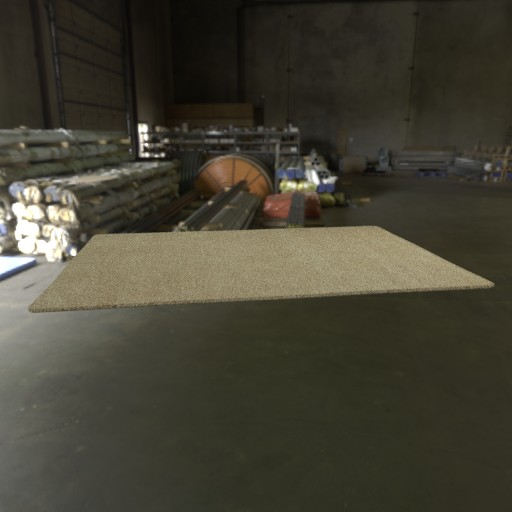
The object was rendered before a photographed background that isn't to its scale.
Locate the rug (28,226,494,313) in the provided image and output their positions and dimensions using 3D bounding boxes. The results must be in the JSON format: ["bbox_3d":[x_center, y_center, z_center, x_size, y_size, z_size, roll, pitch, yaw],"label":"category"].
[{"bbox_3d":[0.000,0.000,3.364,2.700,0.024,1.801,-2,16,-8],"label":"rug"}]
